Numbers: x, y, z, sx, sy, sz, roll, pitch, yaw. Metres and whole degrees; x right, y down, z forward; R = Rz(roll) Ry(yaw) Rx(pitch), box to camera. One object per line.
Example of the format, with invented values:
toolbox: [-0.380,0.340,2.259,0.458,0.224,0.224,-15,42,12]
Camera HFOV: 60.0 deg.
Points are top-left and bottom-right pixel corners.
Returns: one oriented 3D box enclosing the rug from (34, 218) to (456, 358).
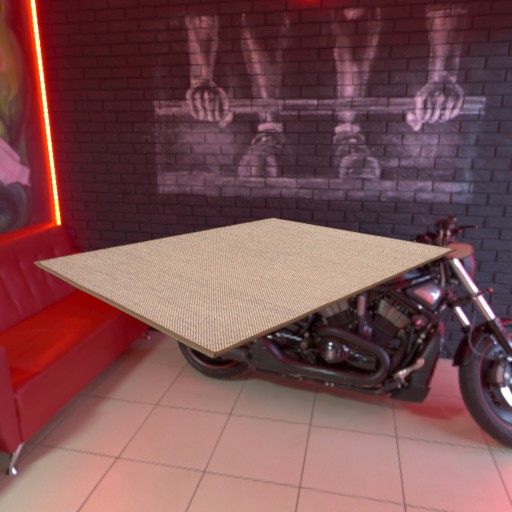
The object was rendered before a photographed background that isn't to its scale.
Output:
rug: [0.000,0.000,4.011,2.413,0.020,3.041,15,21,43]
